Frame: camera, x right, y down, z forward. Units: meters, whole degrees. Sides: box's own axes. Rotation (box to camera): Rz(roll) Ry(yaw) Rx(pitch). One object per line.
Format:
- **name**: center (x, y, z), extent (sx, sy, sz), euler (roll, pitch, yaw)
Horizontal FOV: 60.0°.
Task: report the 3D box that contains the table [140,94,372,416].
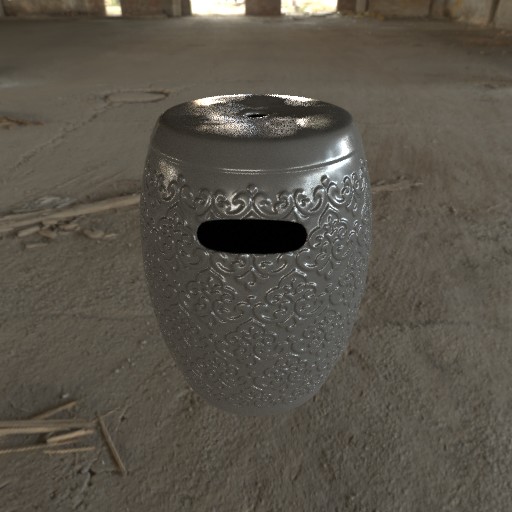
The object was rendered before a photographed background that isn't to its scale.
- **table**: center (0.000, 0.000, 0.628), extent (0.309, 0.397, 0.309), euler (0, 31, 0)
